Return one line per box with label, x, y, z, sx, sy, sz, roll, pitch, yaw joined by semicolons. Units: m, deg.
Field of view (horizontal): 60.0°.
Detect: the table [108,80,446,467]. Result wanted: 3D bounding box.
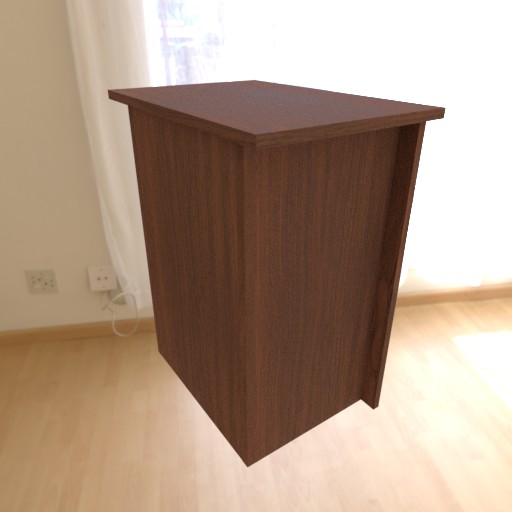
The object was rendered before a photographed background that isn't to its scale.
table;0.000;0.000;1.047;0.406;0.711;0.589;-17;32;-30
